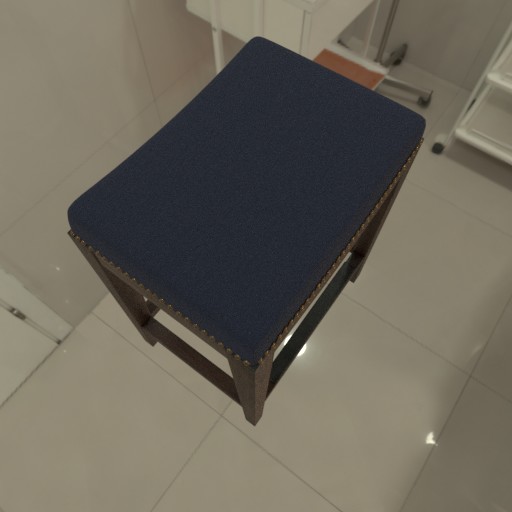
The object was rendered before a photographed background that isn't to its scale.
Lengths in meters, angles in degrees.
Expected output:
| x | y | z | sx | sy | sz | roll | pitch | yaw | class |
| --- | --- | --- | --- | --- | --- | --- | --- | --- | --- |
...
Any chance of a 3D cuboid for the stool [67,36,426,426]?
| x | y | z | sx | sy | sz | roll | pitch | yaw | class |
| --- | --- | --- | --- | --- | --- | --- | --- | --- | --- |
| 0.000 | 0.000 | 0.936 | 0.361 | 0.642 | 0.500 | 33 | 68 | 15 | stool |
